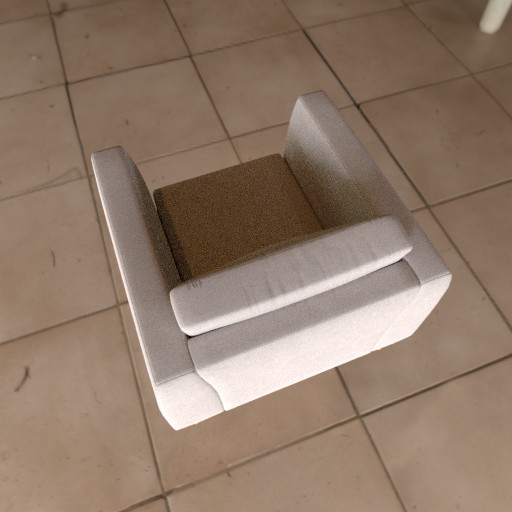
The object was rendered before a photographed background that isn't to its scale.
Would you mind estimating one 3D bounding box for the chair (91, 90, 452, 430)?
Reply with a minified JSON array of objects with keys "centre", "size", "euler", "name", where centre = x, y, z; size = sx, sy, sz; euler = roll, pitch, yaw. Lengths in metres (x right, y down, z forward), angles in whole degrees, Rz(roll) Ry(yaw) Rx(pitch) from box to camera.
[{"centre":[0.000,0.000,1.728],"size":[1.000,0.860,0.930],"euler":[-19,61,-11],"name":"chair"}]
